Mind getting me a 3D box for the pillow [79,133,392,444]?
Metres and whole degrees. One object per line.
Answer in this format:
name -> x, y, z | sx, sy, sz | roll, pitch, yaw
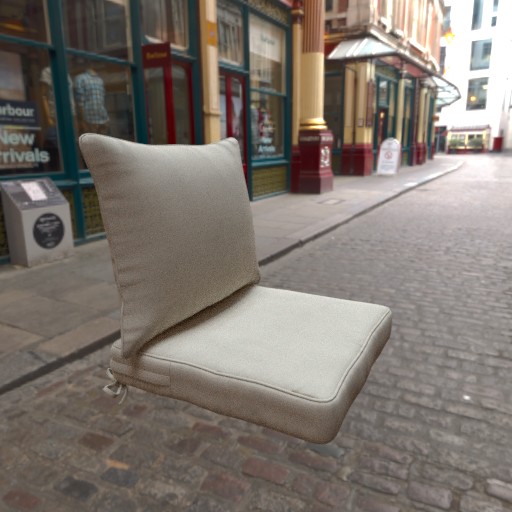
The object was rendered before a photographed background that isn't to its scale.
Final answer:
pillow -> 0.000, 0.000, 1.353 | 0.733, 0.716, 0.798 | 7, 16, 27
